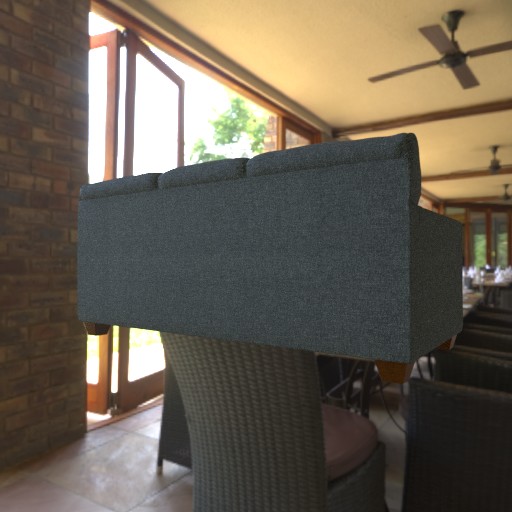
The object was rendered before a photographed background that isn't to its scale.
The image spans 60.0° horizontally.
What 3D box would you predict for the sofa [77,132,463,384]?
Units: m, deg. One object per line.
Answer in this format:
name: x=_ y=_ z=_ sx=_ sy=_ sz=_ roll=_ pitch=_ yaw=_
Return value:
sofa: x=0.000 y=0.000 z=2.524 sx=2.024 sy=0.958 sz=0.997 roll=-1 pitch=-1 yaw=35
